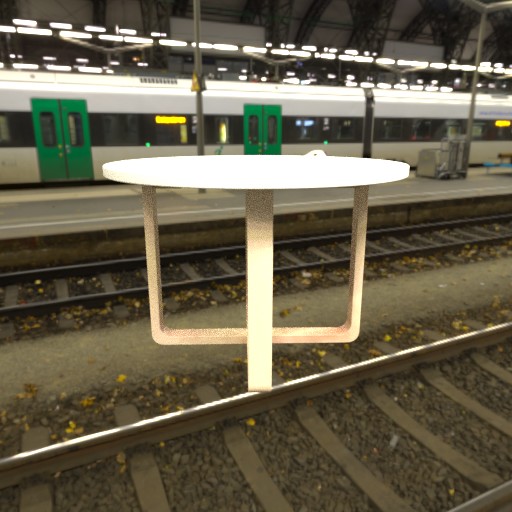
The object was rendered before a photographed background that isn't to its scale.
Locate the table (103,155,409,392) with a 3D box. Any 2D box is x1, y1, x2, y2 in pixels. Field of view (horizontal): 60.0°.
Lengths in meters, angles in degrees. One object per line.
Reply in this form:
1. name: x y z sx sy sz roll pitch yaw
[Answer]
1. table: 0.000 0.000 0.966 0.600 0.400 0.600 0 16 0
